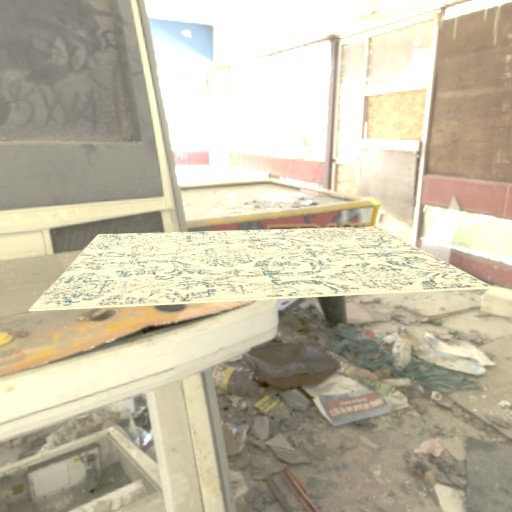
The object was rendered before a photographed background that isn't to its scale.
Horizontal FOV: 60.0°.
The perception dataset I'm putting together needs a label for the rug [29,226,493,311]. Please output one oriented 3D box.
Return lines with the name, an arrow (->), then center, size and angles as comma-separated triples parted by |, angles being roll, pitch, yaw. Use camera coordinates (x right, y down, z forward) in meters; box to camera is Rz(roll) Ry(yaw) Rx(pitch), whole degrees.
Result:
rug -> 0.000, 0.000, 2.304 | 1.831, 0.012, 1.213 | -2, 16, -7
